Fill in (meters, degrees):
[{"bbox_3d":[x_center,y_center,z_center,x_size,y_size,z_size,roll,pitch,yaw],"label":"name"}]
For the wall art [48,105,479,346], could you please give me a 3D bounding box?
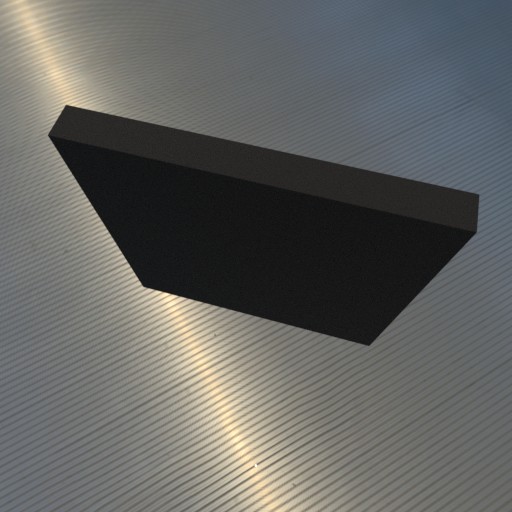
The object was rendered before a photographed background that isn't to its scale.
[{"bbox_3d":[0.000,0.000,0.451,0.308,0.305,0.030,14,65,6],"label":"wall art"}]
